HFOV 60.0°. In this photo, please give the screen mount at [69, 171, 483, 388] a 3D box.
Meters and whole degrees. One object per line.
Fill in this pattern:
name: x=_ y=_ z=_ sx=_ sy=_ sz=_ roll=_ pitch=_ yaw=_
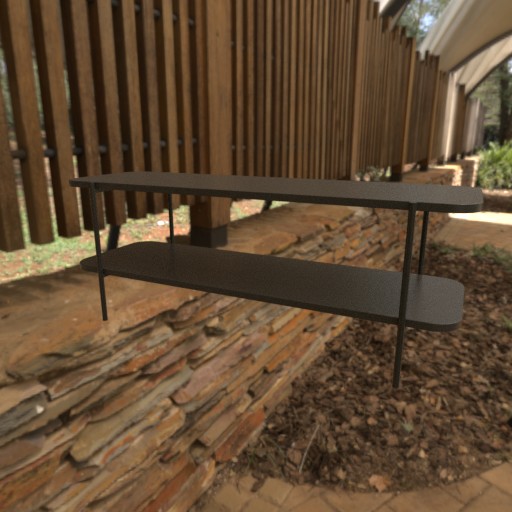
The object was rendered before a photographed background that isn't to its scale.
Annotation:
screen mount: x=0.000 y=0.000 z=1.367 sx=1.200 sy=0.447 sz=0.400 roll=7 pitch=17 yaw=24
